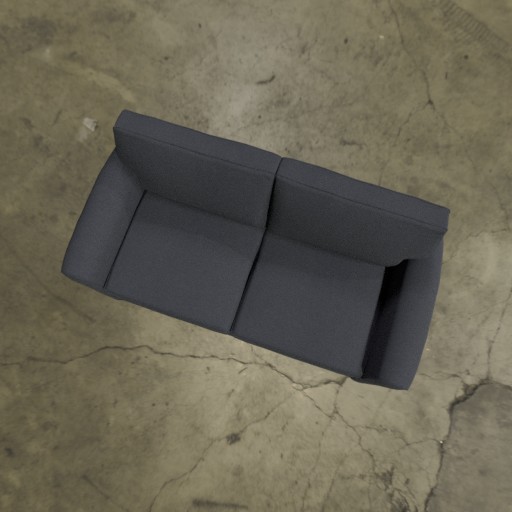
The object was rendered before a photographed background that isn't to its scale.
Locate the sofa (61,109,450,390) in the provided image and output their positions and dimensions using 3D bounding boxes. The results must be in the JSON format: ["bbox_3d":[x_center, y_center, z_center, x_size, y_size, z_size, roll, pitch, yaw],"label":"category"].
[{"bbox_3d":[0.000,0.000,2.545,2.009,1.031,0.951,18,77,4],"label":"sofa"}]
